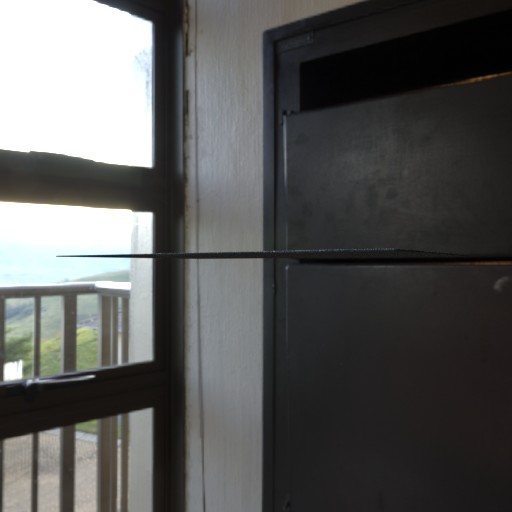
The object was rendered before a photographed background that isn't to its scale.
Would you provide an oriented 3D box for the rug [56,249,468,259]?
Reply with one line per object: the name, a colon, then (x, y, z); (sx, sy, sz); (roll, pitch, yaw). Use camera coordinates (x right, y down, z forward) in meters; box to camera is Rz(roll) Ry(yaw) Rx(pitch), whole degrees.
rug: (0.000, 0.000, 2.243); (1.795, 0.008, 1.102); (-1, -1, 35)
